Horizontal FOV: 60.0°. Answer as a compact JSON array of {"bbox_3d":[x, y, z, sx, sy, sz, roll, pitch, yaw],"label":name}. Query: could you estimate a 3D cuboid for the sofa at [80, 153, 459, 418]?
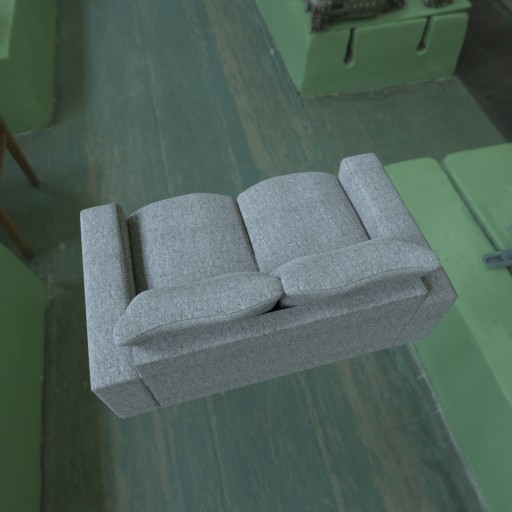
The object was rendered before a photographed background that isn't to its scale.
[{"bbox_3d":[0.000,0.000,2.392,1.758,0.877,1.094,-13,58,-8],"label":"sofa"}]
